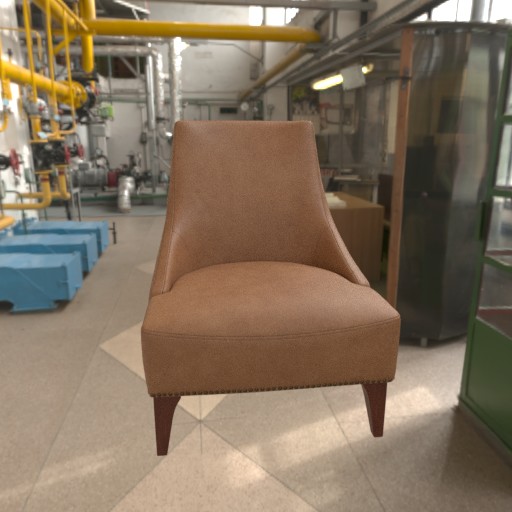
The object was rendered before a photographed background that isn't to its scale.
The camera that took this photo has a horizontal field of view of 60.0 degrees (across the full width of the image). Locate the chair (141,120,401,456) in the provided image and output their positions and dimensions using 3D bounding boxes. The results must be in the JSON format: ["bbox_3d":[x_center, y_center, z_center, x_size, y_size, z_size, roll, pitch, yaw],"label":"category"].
[{"bbox_3d":[0.000,0.000,1.509,0.701,0.909,0.861,-2,15,-7],"label":"chair"}]
